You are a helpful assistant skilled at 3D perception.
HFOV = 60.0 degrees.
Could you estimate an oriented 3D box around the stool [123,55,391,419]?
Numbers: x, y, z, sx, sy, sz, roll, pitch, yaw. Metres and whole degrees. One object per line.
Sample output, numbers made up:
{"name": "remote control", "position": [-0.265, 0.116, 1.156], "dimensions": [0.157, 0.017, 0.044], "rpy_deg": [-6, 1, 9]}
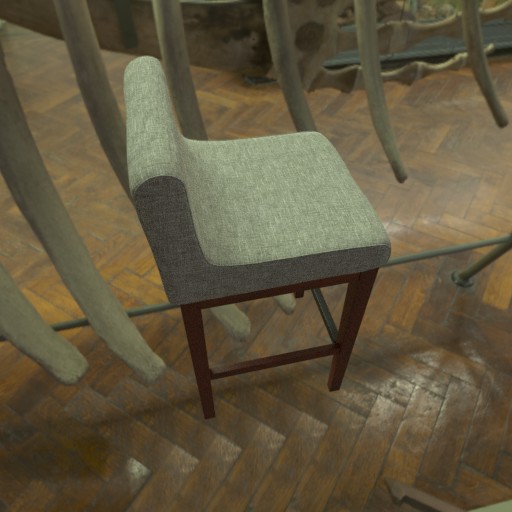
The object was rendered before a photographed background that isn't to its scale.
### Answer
{"name": "stool", "position": [0.000, 0.000, 1.067], "dimensions": [0.459, 0.835, 0.417], "rpy_deg": [-9, 47, -9]}
